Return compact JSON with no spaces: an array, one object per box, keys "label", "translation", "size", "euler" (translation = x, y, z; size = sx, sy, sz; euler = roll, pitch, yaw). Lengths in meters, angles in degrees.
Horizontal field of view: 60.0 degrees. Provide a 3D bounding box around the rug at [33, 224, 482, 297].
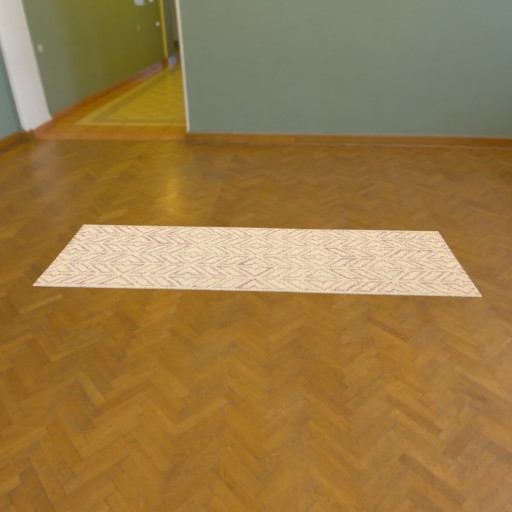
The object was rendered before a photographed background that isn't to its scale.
[{"label":"rug","translation":[0.000,0.000,2.720],"size":[2.435,0.009,0.750],"euler":[1,31,2]}]
